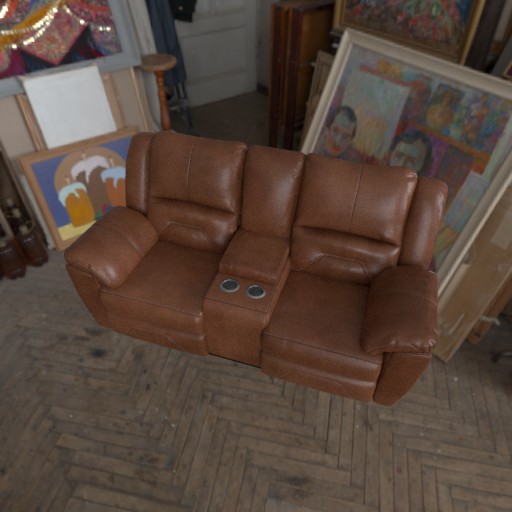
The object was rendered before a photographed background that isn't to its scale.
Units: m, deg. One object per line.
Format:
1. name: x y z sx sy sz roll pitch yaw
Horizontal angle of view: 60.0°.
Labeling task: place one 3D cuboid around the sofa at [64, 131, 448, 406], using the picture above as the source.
1. sofa: 0.000 0.000 2.651 2.058 1.043 0.991 12 44 13
